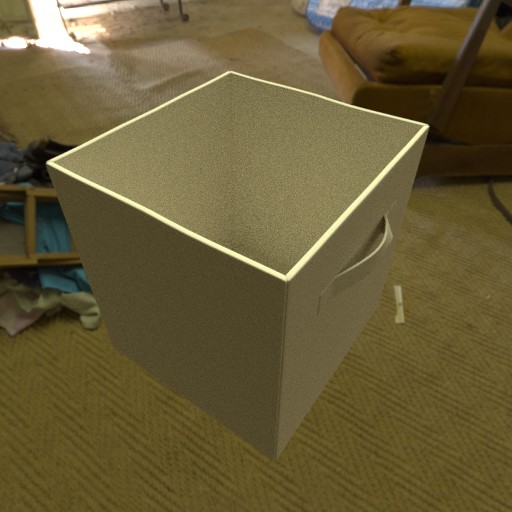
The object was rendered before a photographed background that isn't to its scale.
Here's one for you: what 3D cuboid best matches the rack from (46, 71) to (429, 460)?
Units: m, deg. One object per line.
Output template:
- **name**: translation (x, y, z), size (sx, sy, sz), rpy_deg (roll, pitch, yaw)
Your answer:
- **rack**: translation (0.000, 0.000, 0.505), size (0.270, 0.280, 0.270), rpy_deg (26, 49, 25)
